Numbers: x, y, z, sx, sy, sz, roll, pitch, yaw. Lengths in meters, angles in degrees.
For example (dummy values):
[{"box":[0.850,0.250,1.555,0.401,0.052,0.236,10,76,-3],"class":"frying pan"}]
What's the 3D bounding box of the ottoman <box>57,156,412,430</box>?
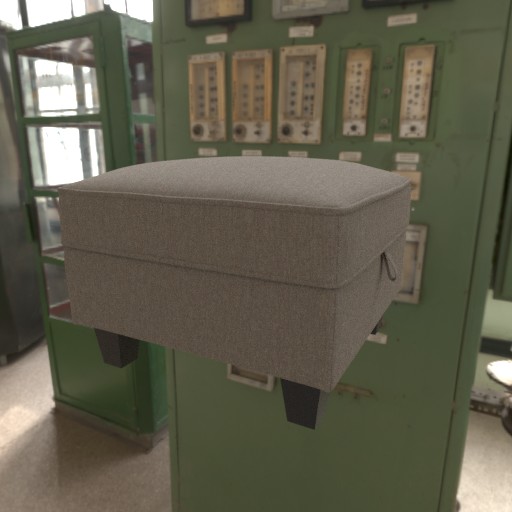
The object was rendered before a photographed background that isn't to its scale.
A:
[{"box":[0.000,0.000,1.404,0.871,0.612,0.808,8,17,27],"class":"ottoman"}]
